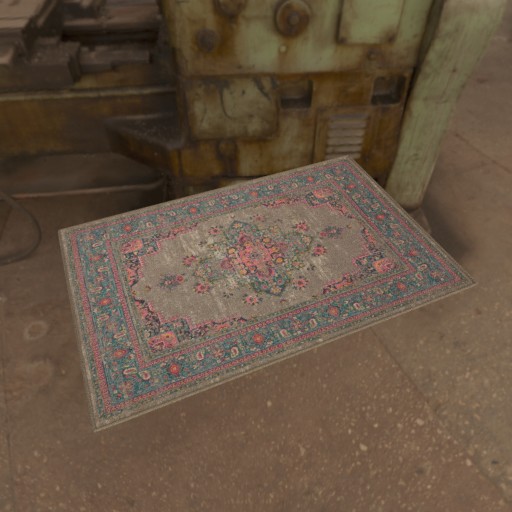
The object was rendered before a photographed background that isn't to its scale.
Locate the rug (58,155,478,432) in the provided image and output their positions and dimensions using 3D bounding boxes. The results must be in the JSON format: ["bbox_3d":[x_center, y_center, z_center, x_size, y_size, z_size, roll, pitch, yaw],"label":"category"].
[{"bbox_3d":[0.000,0.000,2.171,1.748,0.014,1.144,-17,49,-16],"label":"rug"}]
